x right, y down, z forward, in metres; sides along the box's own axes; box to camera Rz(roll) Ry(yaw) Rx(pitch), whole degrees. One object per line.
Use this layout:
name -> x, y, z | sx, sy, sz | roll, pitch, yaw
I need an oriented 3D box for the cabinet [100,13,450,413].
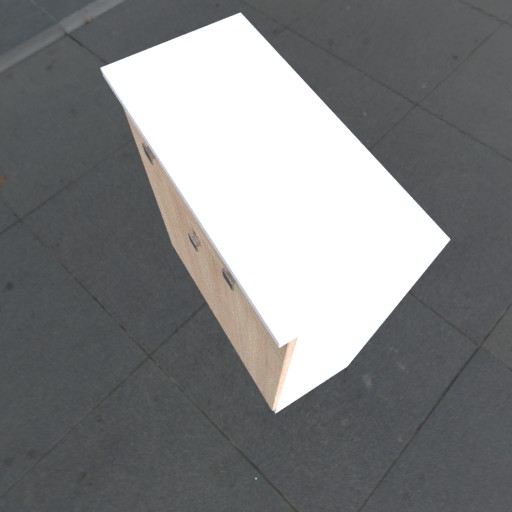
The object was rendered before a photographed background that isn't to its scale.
cabinet -> 0.000, 0.000, 1.087 | 0.296, 0.815, 0.600 | -29, 67, -14
